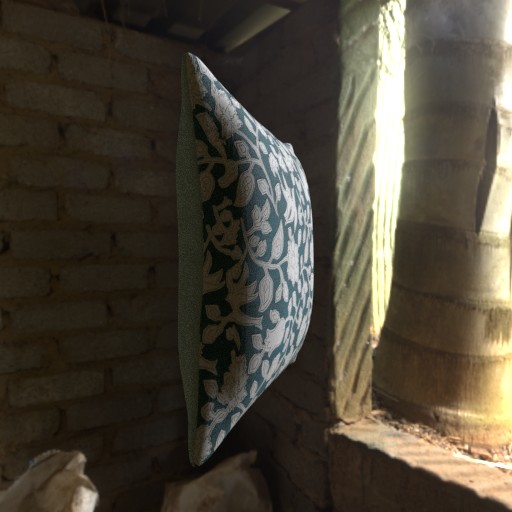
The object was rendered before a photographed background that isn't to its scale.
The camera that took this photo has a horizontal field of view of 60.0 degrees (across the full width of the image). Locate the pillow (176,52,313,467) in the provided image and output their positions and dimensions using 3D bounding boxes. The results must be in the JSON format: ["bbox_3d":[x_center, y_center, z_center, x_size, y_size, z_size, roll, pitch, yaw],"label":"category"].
[{"bbox_3d":[0.000,0.000,0.786,0.166,0.508,0.525,0,1,18],"label":"pillow"}]
